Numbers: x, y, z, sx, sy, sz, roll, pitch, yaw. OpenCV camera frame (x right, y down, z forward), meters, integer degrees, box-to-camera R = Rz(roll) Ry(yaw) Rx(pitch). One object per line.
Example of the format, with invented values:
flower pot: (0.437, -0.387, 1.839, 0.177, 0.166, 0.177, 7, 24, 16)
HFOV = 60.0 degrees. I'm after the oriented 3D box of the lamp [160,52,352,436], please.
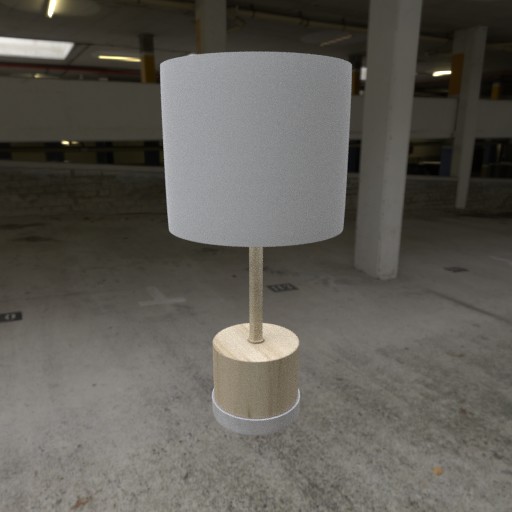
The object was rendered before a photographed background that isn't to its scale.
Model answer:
lamp: (0.000, 0.000, 0.597, 0.229, 0.470, 0.229, -8, 17, -27)
